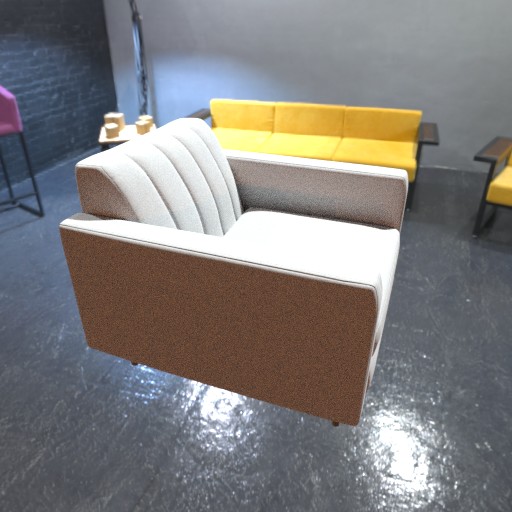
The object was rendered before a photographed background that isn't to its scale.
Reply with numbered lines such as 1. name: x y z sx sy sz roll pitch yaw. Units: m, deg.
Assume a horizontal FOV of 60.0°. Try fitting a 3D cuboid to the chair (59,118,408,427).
1. chair: 0.000 0.000 1.669 0.998 0.819 0.953 11 32 18
